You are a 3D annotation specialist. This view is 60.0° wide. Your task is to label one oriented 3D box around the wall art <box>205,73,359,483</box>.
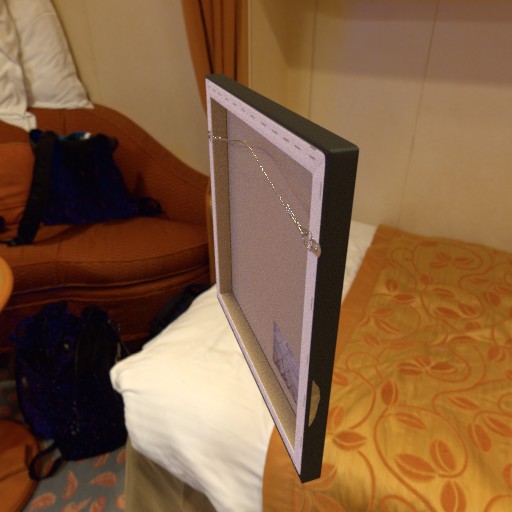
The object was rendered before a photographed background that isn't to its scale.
[{"bbox_3d":[0.000,0.000,0.897,0.043,0.611,0.610,-10,31,-16],"label":"wall art"}]
